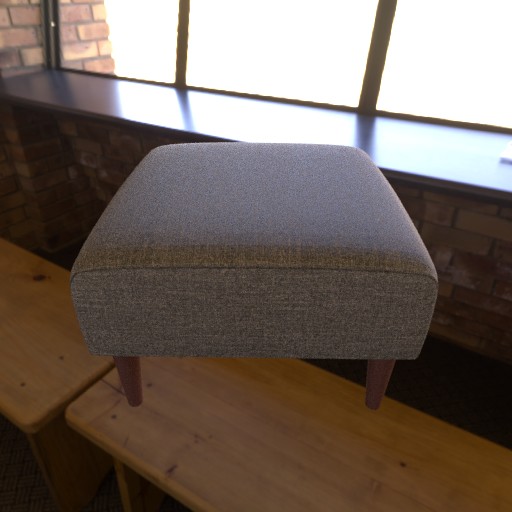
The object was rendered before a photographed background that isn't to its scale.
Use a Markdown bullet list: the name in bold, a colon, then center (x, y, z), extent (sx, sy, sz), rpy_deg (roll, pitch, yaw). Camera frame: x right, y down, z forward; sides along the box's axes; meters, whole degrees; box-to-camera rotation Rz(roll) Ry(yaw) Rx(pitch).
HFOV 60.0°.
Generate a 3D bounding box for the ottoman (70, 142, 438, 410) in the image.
- **ottoman**: center (0.000, 0.000, 1.080), extent (0.648, 0.399, 0.655), rpy_deg (0, 31, 1)
